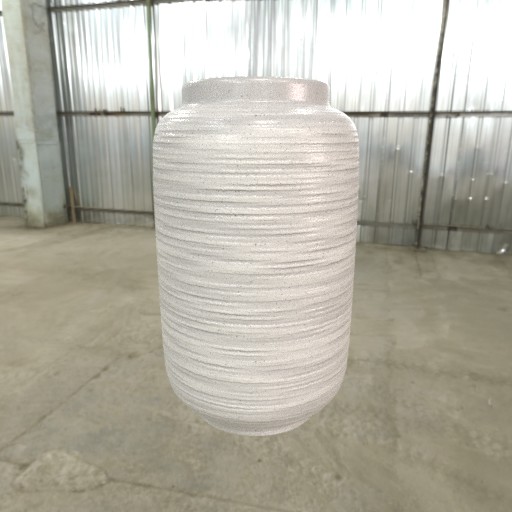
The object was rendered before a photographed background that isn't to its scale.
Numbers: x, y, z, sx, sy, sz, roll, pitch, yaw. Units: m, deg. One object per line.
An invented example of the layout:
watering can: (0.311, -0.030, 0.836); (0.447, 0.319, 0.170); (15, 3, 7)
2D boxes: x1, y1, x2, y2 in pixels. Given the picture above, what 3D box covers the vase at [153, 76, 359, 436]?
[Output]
vase: (0.000, 0.000, 0.464); (0.202, 0.335, 0.202); (0, 15, 0)
